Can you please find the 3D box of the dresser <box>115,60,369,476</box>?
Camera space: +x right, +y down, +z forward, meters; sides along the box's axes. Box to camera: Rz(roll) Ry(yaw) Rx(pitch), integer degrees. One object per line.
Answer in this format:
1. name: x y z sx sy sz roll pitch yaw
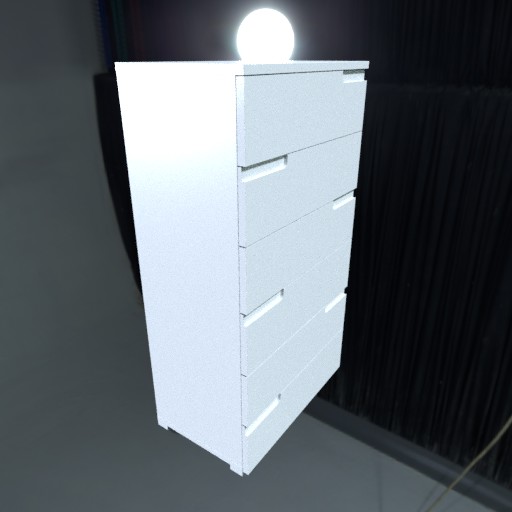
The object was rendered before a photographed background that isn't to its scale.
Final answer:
1. dresser: 0.000 0.000 1.482 0.400 1.190 0.650 16 29 32
